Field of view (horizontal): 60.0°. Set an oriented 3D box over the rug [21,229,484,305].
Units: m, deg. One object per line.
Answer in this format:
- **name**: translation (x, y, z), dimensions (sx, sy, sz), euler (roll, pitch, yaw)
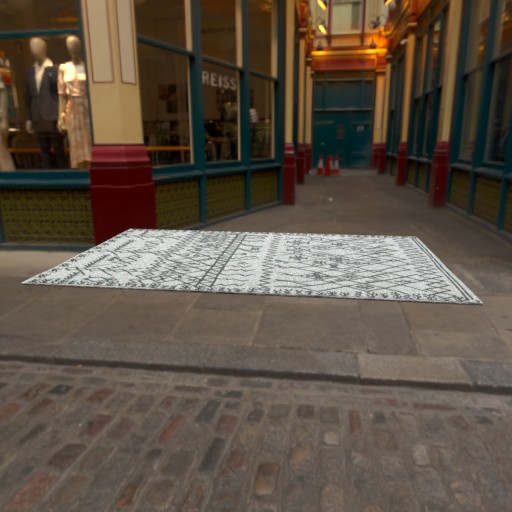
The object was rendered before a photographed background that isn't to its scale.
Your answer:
- **rug**: translation (0.000, 0.000, 4.768), dimensions (3.824, 0.019, 2.393), euler (2, 15, 7)
